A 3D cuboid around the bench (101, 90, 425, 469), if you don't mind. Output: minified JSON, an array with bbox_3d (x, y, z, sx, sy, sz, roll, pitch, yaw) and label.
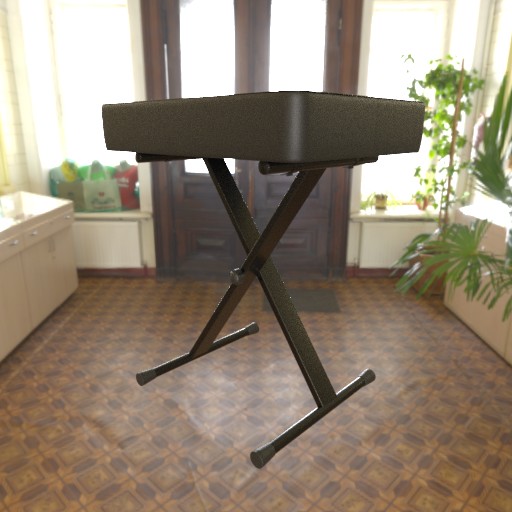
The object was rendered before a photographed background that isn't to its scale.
[{"bbox_3d":[0.000,0.000,0.767,0.424,0.500,0.321,15,22,42],"label":"bench"}]
